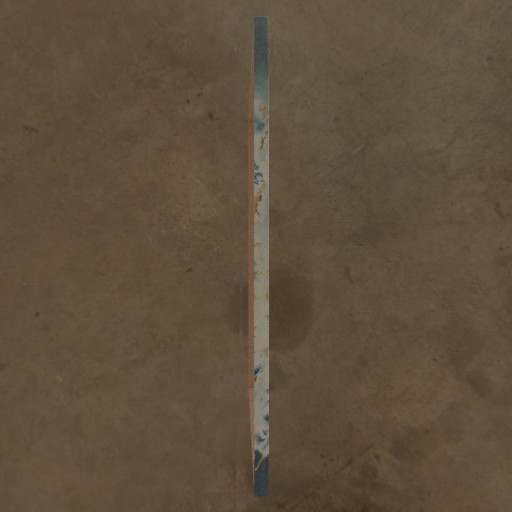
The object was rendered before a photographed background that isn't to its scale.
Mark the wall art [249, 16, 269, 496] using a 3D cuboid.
[{"bbox_3d":[0.000,0.000,1.430,0.035,0.759,1.138,0,91,-2],"label":"wall art"}]
